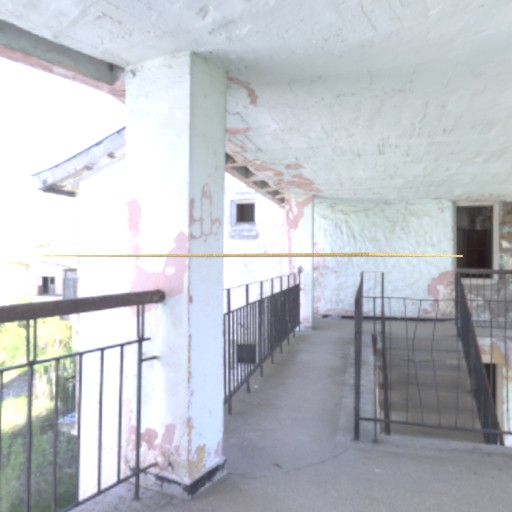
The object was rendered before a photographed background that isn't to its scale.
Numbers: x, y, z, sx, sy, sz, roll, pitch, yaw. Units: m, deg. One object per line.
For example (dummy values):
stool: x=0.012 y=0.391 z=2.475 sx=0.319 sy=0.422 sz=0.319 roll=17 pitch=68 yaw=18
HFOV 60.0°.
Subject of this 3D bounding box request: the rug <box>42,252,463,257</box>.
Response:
rug: x=0.000 y=0.000 z=4.304 sx=3.242 sy=0.015 sz=2.486 roll=0 pitch=0 yaw=35
